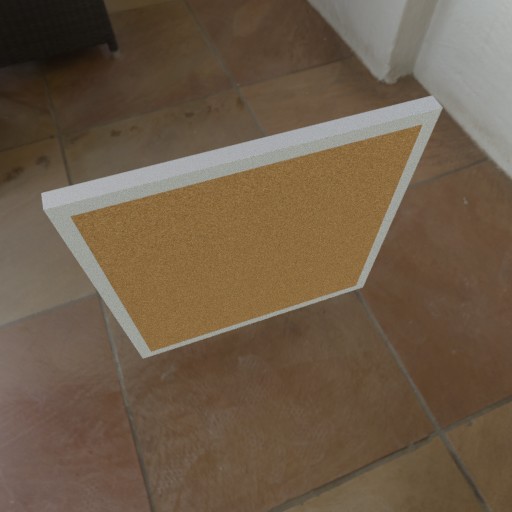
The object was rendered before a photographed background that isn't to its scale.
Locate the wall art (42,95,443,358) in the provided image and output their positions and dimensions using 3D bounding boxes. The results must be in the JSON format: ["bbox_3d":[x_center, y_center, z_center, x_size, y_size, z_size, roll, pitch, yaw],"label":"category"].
[{"bbox_3d":[0.000,0.000,1.137,0.762,0.762,0.038,-17,60,-10],"label":"wall art"}]
